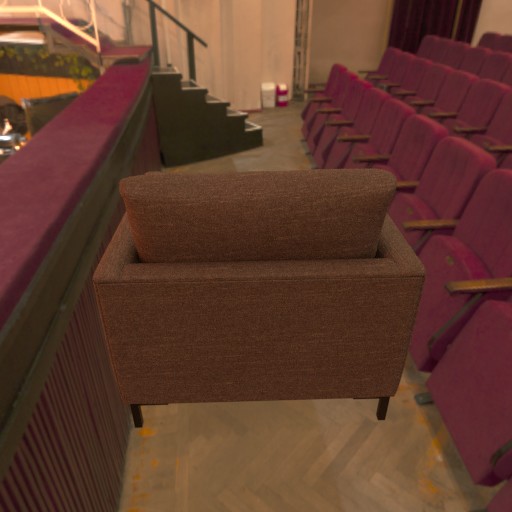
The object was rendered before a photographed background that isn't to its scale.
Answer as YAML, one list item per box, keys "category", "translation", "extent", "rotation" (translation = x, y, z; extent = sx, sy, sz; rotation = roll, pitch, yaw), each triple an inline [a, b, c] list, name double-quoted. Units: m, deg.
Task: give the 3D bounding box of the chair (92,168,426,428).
- category: "chair"
  translation: [0.000, 0.000, 1.643]
  extent: [0.940, 0.841, 0.845]
  rotation: [-1, 31, -2]
